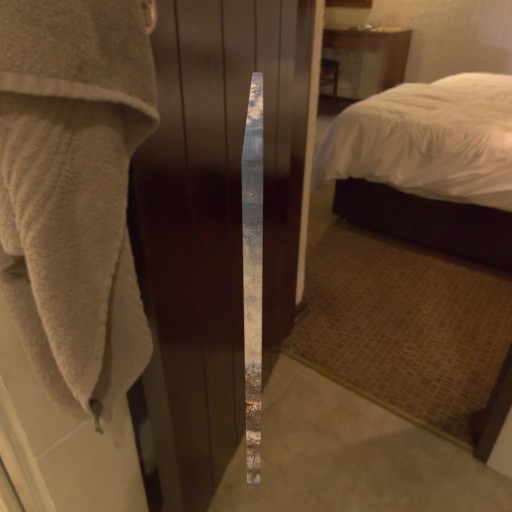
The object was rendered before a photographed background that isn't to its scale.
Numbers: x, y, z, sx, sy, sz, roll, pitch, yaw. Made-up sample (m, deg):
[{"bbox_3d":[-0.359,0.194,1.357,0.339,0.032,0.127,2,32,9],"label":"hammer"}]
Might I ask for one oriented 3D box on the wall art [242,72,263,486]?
[{"bbox_3d":[0.000,0.000,1.328,0.035,0.897,0.888,0,31,1],"label":"wall art"}]
